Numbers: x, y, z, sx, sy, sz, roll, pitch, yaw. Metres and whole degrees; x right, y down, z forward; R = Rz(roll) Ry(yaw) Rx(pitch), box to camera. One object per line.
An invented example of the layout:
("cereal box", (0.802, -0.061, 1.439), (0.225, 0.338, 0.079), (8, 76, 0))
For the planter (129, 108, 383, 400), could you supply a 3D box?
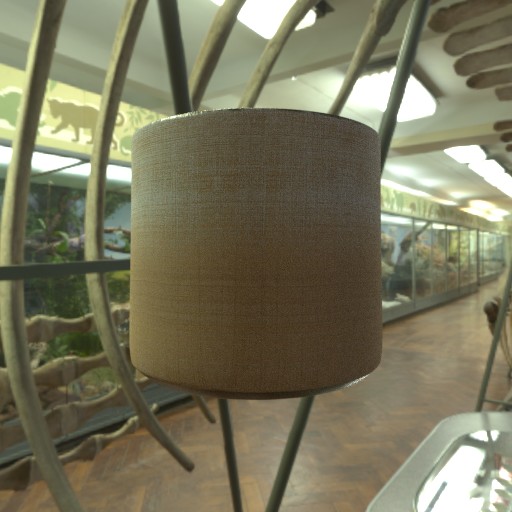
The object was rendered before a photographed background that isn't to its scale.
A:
("planter", (0.000, 0.000, 0.402), (0.221, 0.201, 0.221), (0, 1, 0))
